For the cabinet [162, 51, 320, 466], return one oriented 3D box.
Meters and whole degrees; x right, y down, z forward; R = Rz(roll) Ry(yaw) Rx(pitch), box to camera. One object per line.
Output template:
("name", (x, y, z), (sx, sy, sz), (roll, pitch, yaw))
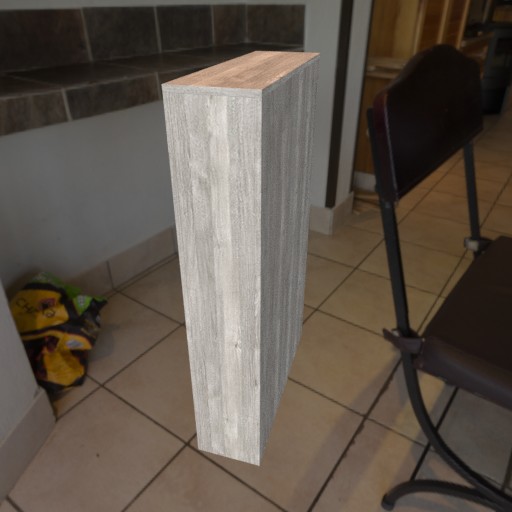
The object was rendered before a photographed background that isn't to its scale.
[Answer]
("cabinet", (0.000, 0.000, 1.606), (0.250, 1.280, 0.750), (9, 31, 14))
